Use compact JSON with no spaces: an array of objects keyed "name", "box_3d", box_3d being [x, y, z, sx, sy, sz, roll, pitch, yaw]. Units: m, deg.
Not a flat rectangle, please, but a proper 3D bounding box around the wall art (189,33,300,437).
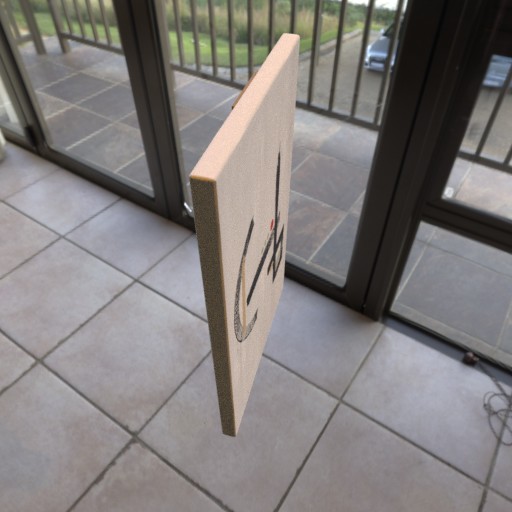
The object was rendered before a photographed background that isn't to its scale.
[{"name":"wall art","box_3d":[0.000,0.000,1.174,0.048,0.916,0.602,11,47,11]}]
